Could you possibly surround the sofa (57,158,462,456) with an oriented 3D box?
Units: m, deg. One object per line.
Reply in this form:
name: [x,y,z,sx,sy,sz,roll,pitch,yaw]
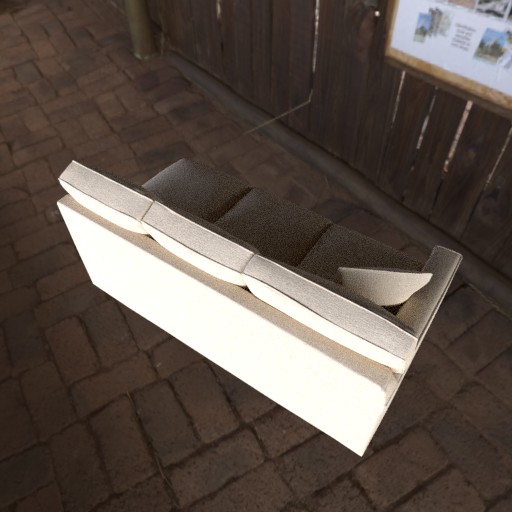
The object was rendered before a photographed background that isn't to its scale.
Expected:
sofa: [0.000,0.000,2.529,1.962,0.946,1.034,27,53,22]
